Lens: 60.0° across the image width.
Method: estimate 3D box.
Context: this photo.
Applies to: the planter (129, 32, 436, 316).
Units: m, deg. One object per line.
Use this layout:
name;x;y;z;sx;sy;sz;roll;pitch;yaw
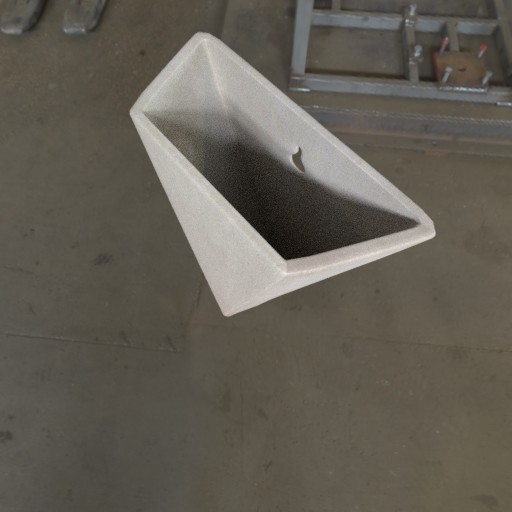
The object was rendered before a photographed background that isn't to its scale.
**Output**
planter;0.000;0.000;0.271;0.060;0.197;0.150;-36;68;-17
